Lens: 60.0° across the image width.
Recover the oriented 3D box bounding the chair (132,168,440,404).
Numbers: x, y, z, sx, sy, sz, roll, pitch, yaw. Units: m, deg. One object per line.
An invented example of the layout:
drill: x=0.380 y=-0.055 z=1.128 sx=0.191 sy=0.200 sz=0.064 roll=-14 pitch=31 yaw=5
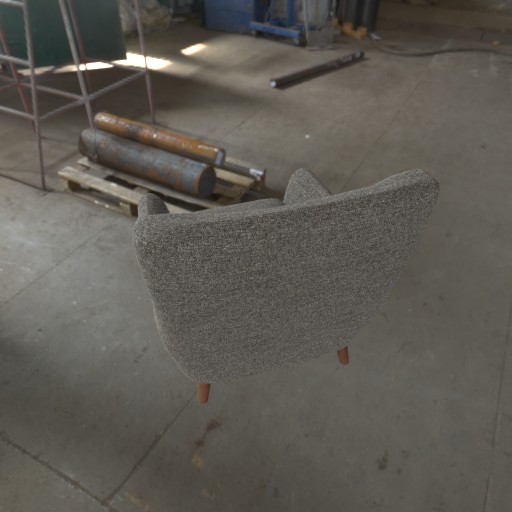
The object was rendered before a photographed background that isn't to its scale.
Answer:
chair: x=0.000 y=0.000 z=1.793 sx=0.889 sy=1.039 sz=0.940 roll=-12 pitch=42 yaw=-13
